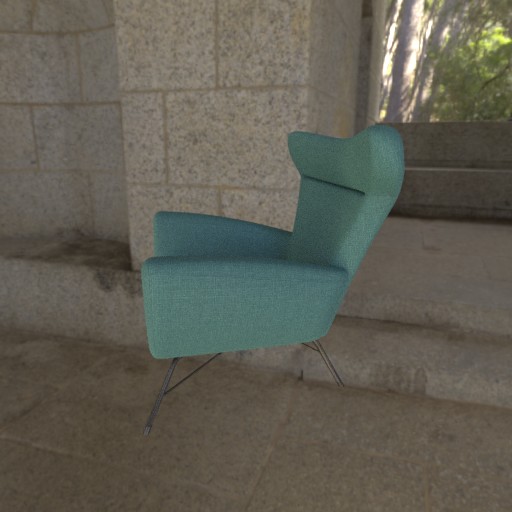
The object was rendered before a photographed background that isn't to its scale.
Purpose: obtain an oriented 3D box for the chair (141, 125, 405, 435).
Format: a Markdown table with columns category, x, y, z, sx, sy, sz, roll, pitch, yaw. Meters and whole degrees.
| category | x | y | z | sx | sy | sz | roll | pitch | yaw |
| --- | --- | --- | --- | --- | --- | --- | --- | --- | --- |
| chair | 0.000 | 0.000 | 1.769 | 0.900 | 0.980 | 1.050 | -3 | 15 | -10 |
